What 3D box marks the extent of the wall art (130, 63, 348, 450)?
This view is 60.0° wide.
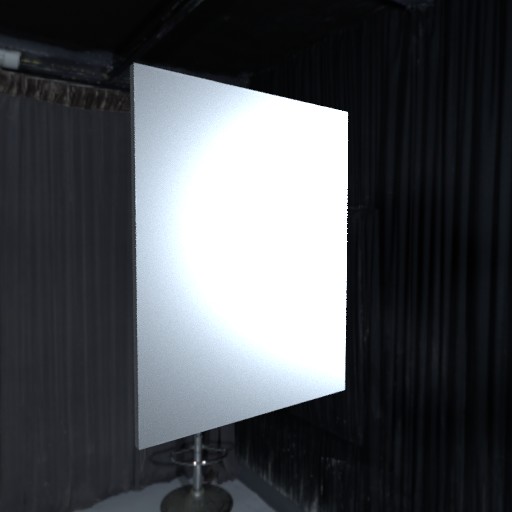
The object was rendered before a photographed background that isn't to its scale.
[{"bbox_3d":[0.000,0.000,1.446,0.816,1.046,0.030,-2,3,-36],"label":"wall art"}]
